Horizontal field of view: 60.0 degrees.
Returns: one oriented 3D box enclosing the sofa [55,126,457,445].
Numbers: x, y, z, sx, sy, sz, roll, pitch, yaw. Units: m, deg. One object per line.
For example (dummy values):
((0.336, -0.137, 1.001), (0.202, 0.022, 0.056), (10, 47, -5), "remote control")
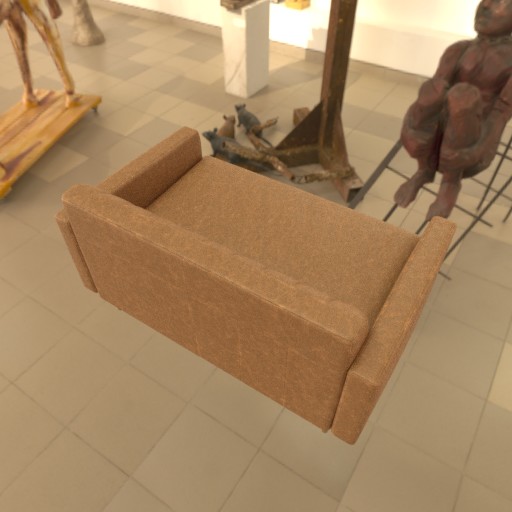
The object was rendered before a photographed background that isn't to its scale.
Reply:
((0.000, 0.000, 2.117), (1.549, 0.820, 0.960), (25, 51, 22), "sofa")
